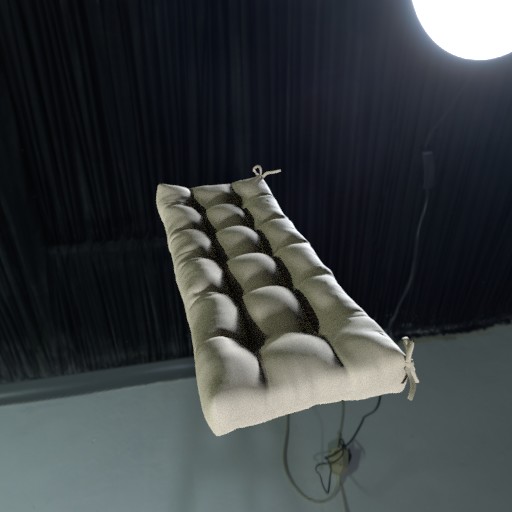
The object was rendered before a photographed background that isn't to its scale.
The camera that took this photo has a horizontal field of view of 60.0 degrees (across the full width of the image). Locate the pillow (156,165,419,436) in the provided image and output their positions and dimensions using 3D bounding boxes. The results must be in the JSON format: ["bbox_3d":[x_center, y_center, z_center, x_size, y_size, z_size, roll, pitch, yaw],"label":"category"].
[{"bbox_3d":[0.000,0.000,1.351,0.511,0.174,1.194,-8,32,-14],"label":"pillow"}]
